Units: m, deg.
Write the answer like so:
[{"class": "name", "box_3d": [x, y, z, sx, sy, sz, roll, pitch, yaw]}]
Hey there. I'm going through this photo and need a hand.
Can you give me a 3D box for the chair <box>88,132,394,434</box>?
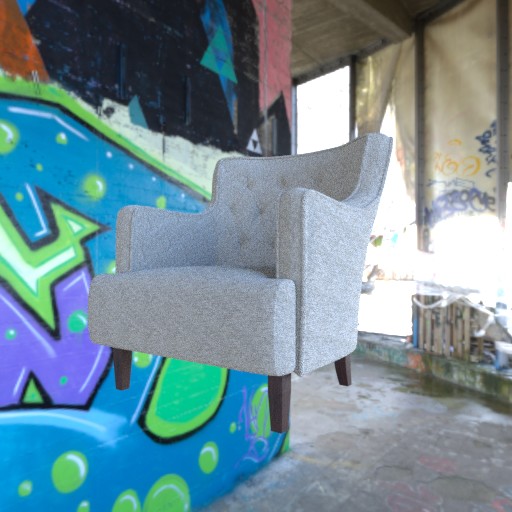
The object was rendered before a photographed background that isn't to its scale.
[{"class": "chair", "box_3d": [0.000, 0.000, 1.664, 0.820, 0.920, 0.910, 0, 0, 35]}]
